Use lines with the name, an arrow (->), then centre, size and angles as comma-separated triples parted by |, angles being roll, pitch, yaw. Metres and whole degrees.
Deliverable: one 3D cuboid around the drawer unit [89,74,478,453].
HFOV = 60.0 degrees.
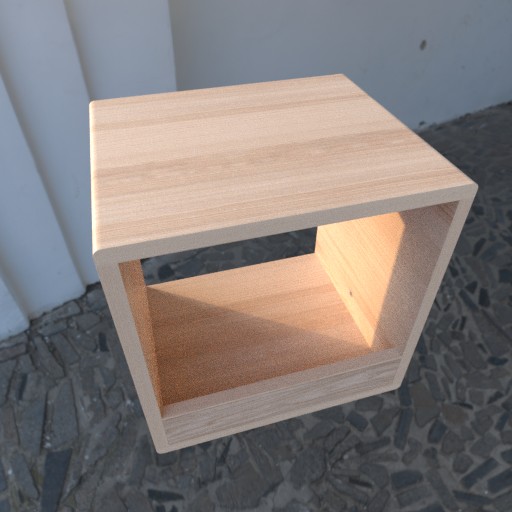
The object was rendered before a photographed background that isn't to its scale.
drawer unit -> 0.000, 0.000, 0.589 | 0.344, 0.344, 0.290 | -11, 43, -12
